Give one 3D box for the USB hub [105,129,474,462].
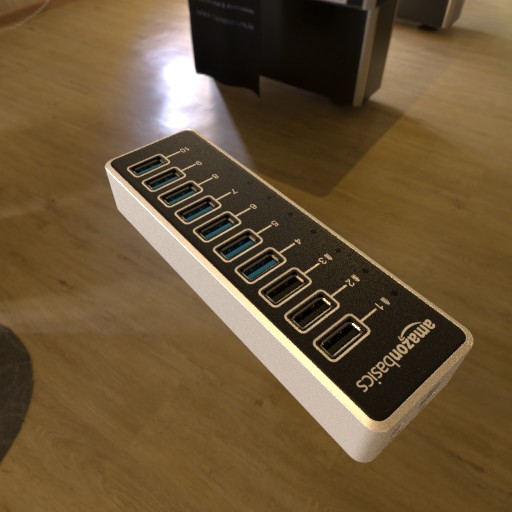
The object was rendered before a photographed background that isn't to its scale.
[{"bbox_3d":[0.000,0.000,0.161,0.044,0.023,0.145,-32,55,-26],"label":"USB hub"}]
